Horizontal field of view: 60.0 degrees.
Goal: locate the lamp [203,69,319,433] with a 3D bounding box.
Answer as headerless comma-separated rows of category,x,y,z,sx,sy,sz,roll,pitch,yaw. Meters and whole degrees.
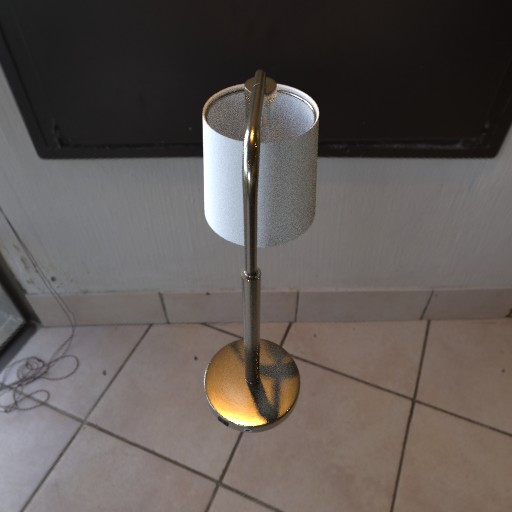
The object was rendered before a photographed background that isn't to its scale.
lamp,0.000,0.000,0.651,0.171,0.489,0.333,3,47,3
